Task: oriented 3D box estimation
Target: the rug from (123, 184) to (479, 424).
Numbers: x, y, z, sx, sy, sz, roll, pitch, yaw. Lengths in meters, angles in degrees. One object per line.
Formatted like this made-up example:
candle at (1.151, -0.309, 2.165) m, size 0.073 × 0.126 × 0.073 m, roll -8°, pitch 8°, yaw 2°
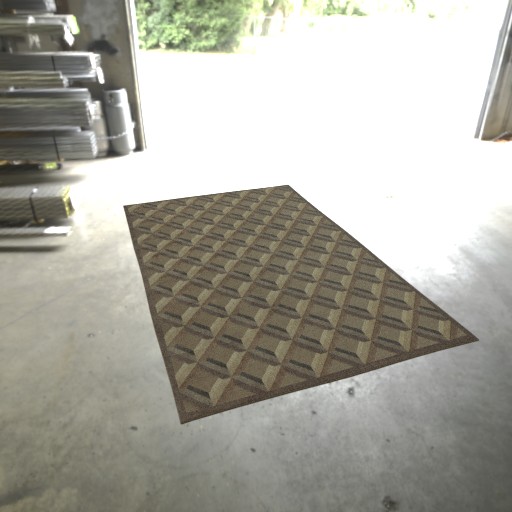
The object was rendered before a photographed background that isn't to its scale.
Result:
rug at (0.000, 0.000, 2.087) m, size 1.066 × 0.011 × 1.677 m, roll -10°, pitch 31°, yaw -17°
